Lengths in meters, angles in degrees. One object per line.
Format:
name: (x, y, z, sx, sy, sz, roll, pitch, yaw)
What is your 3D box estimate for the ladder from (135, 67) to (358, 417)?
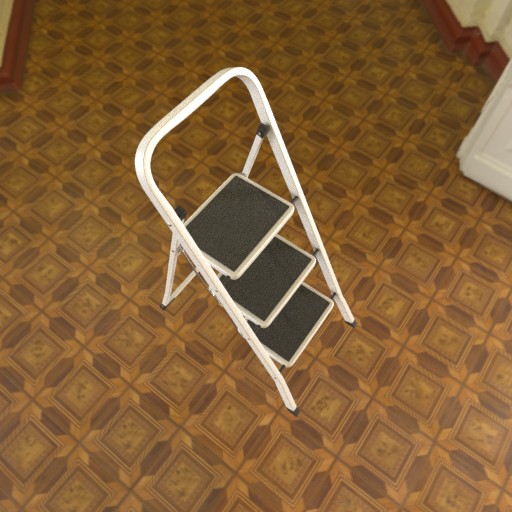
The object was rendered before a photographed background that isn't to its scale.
ladder: (0.000, 0.000, 1.401, 0.711, 1.050, 0.460, 32, 65, 17)
